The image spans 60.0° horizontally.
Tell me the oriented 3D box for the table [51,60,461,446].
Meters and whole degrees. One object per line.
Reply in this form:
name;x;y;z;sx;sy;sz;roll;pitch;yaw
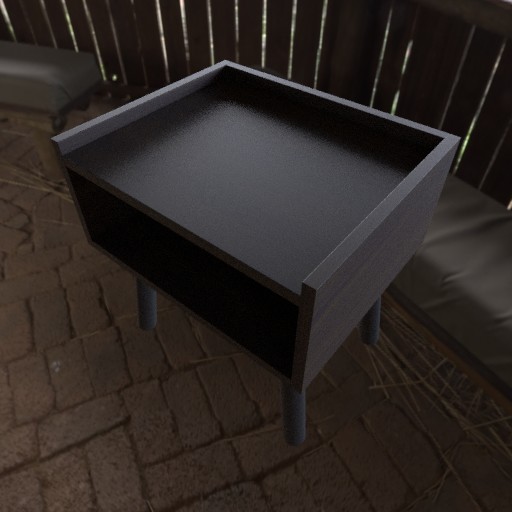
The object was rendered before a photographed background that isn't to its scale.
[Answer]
table;0.000;0.000;0.794;0.450;0.470;0.370;30;52;27
